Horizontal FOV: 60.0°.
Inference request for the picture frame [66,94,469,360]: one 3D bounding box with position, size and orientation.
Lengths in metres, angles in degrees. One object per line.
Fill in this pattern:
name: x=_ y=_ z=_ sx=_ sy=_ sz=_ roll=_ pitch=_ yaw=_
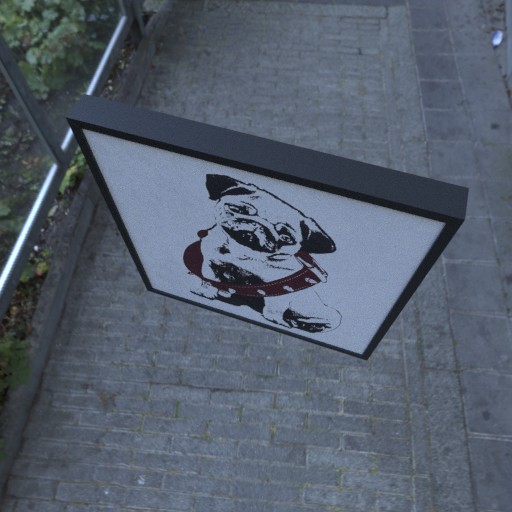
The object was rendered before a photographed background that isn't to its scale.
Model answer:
picture frame: x=0.000 y=0.000 z=0.478 sx=0.317 sy=0.317 sz=0.030 roll=16 pitch=61 yaw=9
